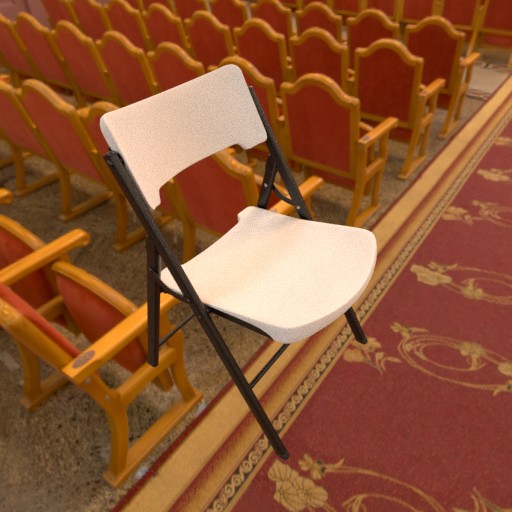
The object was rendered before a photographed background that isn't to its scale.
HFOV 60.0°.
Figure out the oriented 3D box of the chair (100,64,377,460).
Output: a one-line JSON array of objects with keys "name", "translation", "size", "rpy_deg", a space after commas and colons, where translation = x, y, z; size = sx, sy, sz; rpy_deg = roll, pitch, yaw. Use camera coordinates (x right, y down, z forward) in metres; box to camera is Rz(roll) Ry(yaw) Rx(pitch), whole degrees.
[{"name": "chair", "translation": [0.000, 0.000, 1.135], "size": [0.577, 0.765, 0.482], "rpy_deg": [25, 46, 27]}]
